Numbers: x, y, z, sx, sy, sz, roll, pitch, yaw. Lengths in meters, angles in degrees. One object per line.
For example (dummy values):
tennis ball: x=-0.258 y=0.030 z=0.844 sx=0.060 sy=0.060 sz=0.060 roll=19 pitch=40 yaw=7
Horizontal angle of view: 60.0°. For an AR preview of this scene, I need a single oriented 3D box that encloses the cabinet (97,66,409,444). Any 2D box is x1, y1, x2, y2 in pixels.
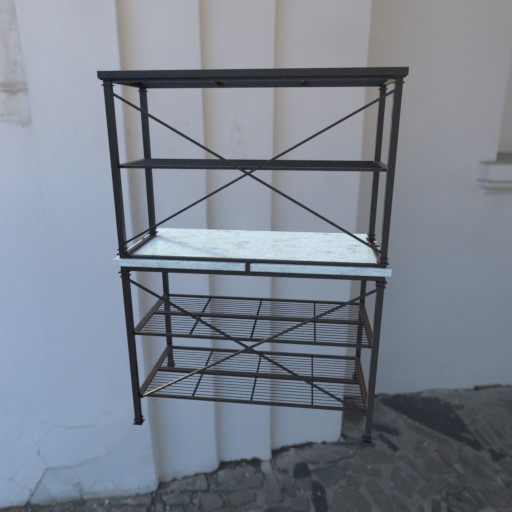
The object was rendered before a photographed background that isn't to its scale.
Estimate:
cabinet: x=0.000 y=0.000 z=2.197 sx=1.210 sy=1.659 sz=0.610 roll=2 pitch=17 yaw=7
